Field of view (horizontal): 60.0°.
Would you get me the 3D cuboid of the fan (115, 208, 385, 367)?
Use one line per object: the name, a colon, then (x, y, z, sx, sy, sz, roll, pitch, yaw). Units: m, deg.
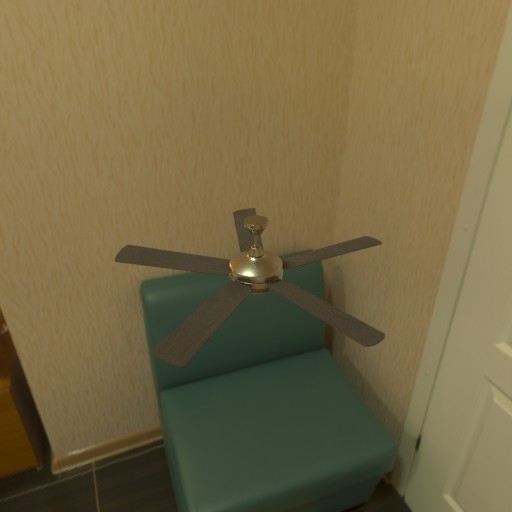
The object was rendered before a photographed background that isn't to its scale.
fan: (0.000, 0.000, 2.009, 1.321, 0.356, 1.321, 22, 36, 33)
